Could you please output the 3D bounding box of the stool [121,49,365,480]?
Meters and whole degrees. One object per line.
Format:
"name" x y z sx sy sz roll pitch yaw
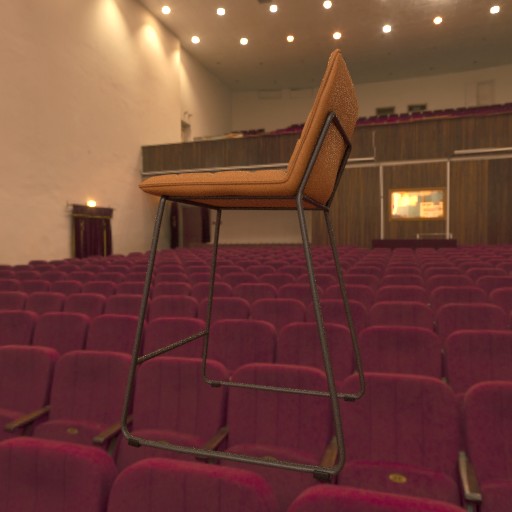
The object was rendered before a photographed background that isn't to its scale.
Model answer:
"stool" 0.000 0.000 1.160 0.524 0.866 0.489 0 1 19
